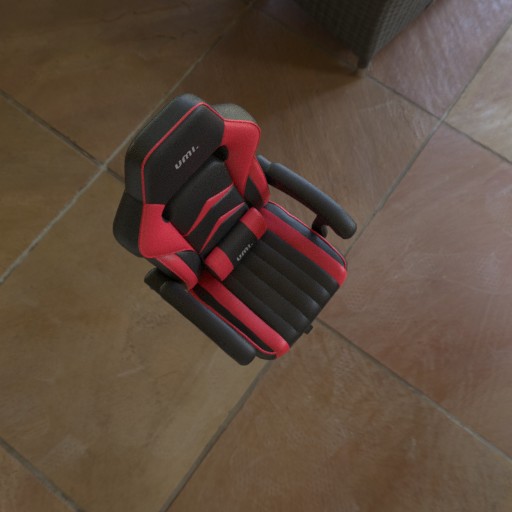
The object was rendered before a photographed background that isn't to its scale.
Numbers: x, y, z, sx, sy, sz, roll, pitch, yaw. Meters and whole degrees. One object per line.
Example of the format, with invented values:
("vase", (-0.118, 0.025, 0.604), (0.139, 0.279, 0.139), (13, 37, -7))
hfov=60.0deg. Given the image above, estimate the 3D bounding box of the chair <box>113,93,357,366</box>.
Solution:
("chair", (0.000, 0.000, 1.662), (0.700, 1.220, 0.700), (39, 79, 9))
